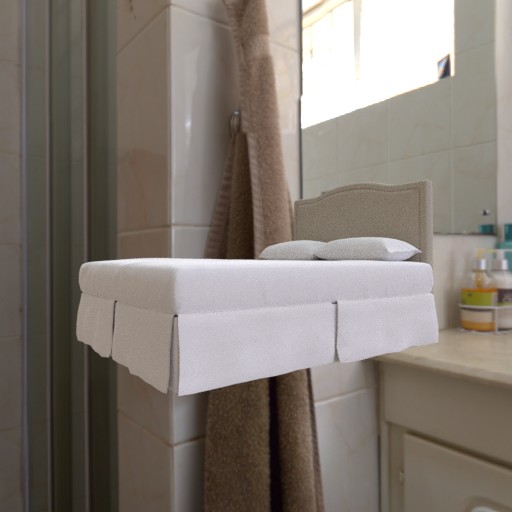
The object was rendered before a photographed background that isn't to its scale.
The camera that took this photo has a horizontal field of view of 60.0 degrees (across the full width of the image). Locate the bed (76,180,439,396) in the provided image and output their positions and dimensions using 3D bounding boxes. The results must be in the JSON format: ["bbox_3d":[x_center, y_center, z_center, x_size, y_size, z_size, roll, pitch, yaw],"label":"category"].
[{"bbox_3d":[0.000,0.000,3.704,2.477,1.437,1.977,0,0,-36],"label":"bed"}]
